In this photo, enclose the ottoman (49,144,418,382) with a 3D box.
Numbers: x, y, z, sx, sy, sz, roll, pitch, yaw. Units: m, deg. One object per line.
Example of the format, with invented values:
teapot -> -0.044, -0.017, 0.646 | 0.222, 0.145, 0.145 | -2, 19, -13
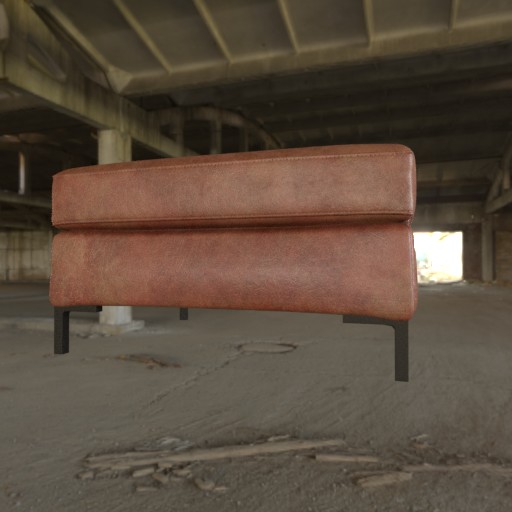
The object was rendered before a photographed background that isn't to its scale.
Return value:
ottoman -> 0.000, 0.000, 1.770 | 1.186, 0.667, 0.965 | 0, -1, 18
